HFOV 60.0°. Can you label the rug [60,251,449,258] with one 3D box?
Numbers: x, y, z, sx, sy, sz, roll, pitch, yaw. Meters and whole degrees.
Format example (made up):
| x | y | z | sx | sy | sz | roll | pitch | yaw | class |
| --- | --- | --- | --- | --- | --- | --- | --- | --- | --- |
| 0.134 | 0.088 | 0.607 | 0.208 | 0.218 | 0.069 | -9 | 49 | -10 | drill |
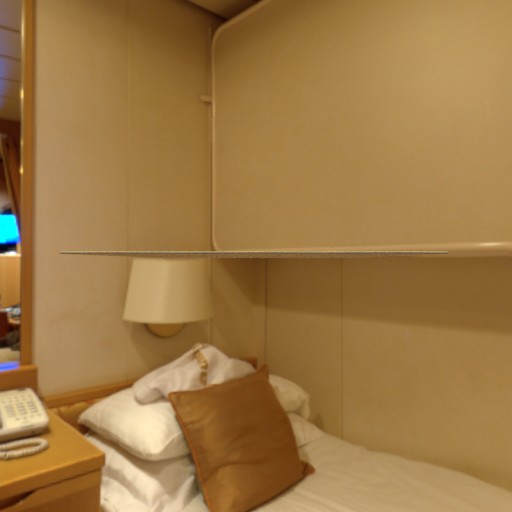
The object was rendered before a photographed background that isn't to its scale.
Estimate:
| x | y | z | sx | sy | sz | roll | pitch | yaw | class |
| --- | --- | --- | --- | --- | --- | --- | --- | --- | --- |
| 0.000 | 0.000 | 4.042 | 2.288 | 0.018 | 2.895 | 0 | -1 | 1 | rug |
